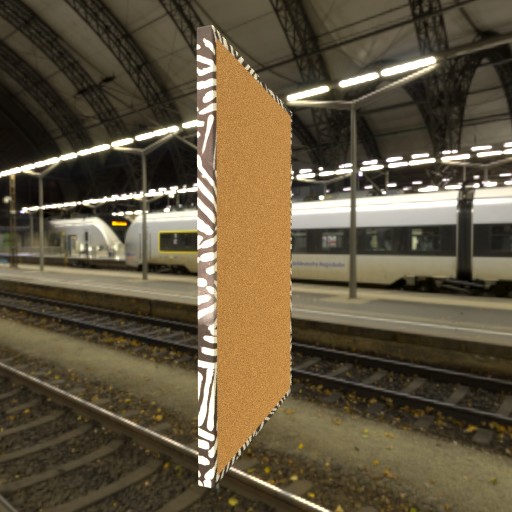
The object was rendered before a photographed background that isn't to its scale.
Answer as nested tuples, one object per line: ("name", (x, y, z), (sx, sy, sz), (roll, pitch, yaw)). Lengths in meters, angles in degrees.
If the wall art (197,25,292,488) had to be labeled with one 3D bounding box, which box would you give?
("wall art", (0.000, 0.000, 1.170), (0.035, 0.918, 0.615), (1, 2, 19))
